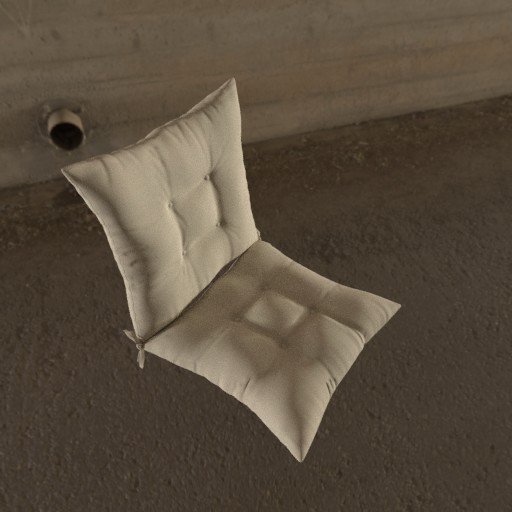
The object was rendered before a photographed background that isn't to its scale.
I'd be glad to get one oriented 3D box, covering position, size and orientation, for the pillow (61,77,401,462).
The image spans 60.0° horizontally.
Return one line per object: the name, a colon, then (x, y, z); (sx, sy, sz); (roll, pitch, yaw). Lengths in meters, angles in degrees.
pillow: (0.000, 0.000, 1.002); (0.585, 0.536, 0.541); (26, 49, 25)
